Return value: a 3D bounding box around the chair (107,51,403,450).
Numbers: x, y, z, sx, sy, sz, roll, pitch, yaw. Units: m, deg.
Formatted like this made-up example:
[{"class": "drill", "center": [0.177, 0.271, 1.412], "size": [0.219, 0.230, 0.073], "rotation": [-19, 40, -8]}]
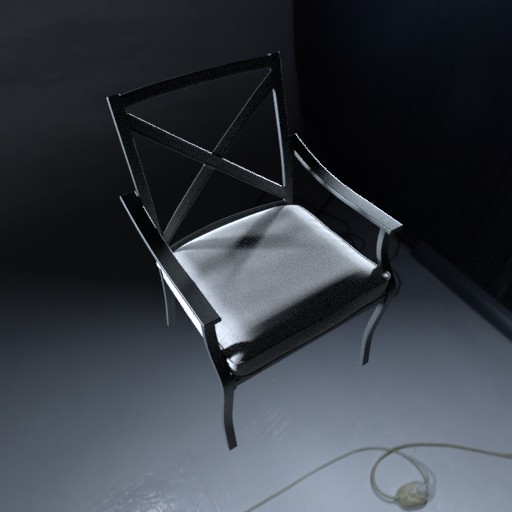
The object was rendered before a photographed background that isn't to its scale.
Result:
[{"class": "chair", "center": [0.000, 0.000, 1.296], "size": [0.575, 0.889, 0.620], "rotation": [-25, 51, -22]}]
